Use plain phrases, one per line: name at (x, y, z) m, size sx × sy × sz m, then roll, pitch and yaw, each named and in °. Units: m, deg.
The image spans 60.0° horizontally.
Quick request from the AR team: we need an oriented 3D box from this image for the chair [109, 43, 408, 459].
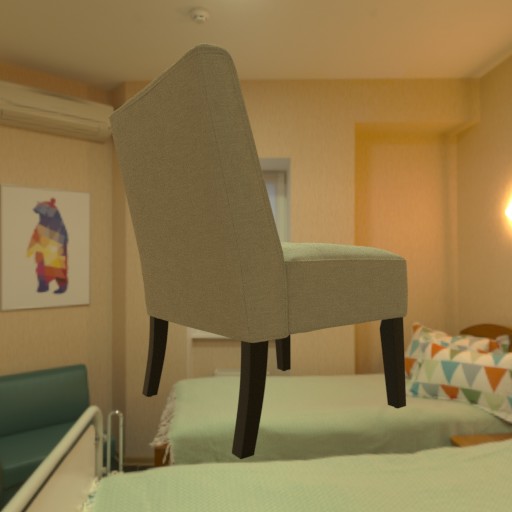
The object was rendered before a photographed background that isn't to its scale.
chair at (0.000, 0.000, 1.269) m, size 0.676 × 0.853 × 0.569 m, roll 0°, pitch 0°, yaw -36°
